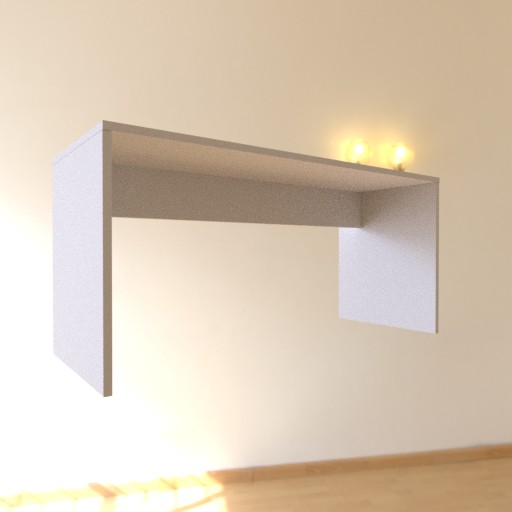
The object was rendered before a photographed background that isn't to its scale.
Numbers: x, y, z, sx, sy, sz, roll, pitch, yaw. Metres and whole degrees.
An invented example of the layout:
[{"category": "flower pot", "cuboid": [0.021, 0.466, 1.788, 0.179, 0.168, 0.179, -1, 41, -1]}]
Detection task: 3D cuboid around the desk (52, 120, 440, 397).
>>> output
[{"category": "desk", "cuboid": [0.000, 0.000, 1.989, 1.600, 0.750, 0.802, 0, 1, -36]}]
